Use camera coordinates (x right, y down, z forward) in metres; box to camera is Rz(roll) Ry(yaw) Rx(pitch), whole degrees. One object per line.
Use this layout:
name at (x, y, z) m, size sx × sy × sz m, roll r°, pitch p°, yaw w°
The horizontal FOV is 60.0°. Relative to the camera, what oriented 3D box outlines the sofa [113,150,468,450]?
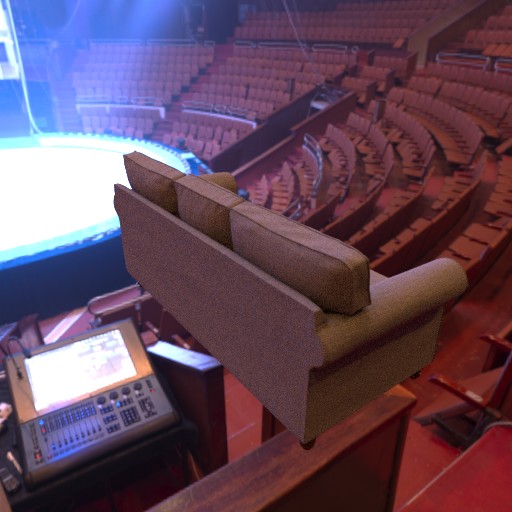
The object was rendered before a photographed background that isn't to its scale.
sofa at (0.000, 0.000, 2.575) m, size 0.916 × 0.961 × 2.084 m, roll -18°, pitch 31°, yaw -32°
